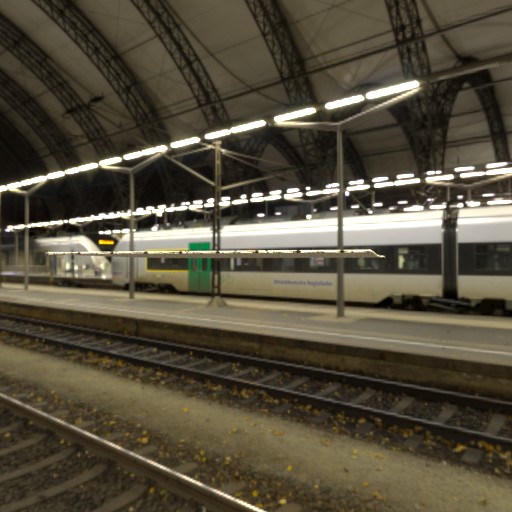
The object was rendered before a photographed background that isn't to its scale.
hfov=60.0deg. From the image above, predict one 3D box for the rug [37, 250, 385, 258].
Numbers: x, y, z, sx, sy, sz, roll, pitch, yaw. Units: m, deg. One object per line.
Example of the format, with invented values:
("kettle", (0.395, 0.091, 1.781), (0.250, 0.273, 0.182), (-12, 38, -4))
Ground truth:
("rug", (0.000, 0.000, 4.315), (2.342, 0.026, 3.221), (0, -1, 18))
